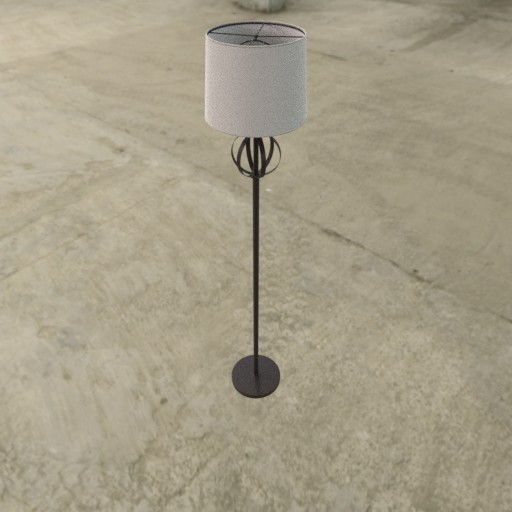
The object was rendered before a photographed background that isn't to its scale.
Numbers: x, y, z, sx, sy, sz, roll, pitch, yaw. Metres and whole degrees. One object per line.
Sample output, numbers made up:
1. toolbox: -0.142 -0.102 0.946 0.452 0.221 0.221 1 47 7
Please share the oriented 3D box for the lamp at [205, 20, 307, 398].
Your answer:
1. lamp: 0.000 0.000 1.581 0.286 1.462 0.286 -13 42 -15
